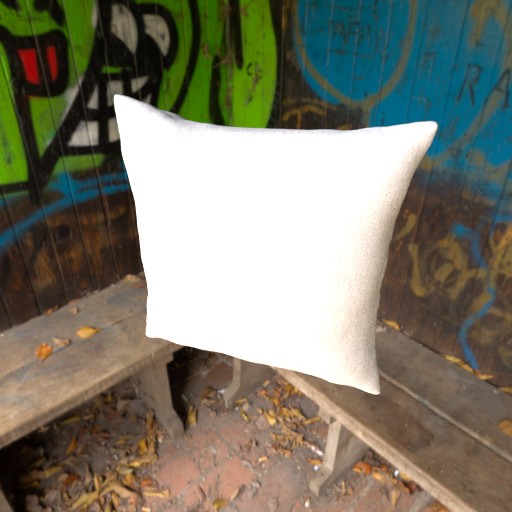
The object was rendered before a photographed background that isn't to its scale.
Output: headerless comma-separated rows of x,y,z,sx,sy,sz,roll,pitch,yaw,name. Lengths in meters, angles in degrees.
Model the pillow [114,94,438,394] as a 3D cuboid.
0.000,0.000,0.671,0.433,0.436,0.173,11,33,17,pillow
